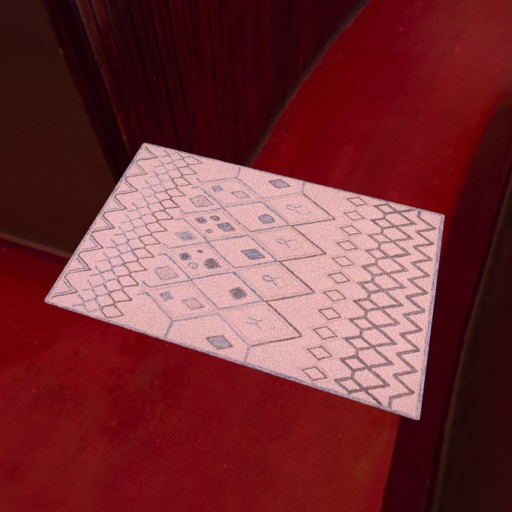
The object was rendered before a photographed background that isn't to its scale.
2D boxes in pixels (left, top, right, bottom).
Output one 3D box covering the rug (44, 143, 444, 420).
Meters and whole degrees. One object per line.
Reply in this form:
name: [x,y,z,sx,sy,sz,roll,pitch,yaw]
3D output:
rug: [0.000,0.000,3.093,2.439,0.015,1.524,15,60,9]
